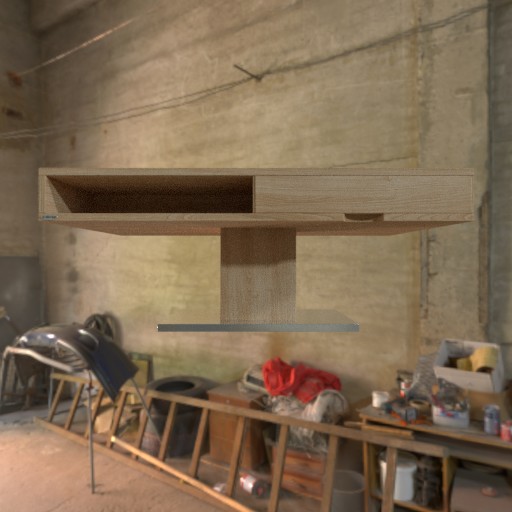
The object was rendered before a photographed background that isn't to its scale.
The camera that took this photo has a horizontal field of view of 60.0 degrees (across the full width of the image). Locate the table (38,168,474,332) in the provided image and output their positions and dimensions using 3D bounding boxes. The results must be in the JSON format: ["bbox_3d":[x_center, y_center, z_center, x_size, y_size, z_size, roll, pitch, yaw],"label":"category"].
[{"bbox_3d":[0.000,0.000,1.466,1.100,0.440,0.700,0,0,0],"label":"table"}]
